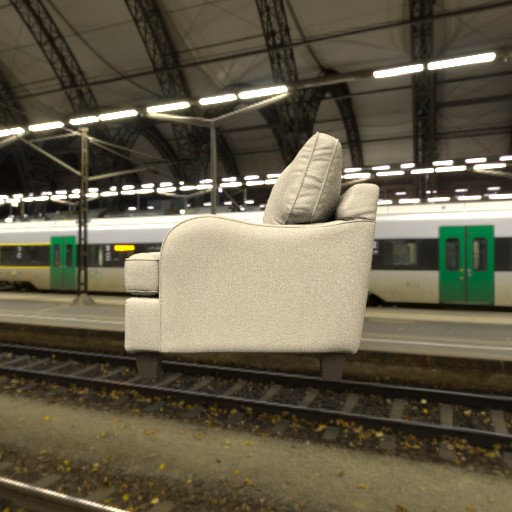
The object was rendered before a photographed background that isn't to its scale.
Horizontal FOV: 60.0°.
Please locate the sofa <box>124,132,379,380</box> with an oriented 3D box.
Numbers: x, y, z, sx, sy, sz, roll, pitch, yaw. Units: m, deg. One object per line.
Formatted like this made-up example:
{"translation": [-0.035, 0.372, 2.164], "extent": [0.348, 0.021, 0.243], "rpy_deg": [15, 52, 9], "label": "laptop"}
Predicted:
{"translation": [0.000, 0.000, 2.860], "extent": [1.016, 0.991, 2.323], "rpy_deg": [0, 0, 1], "label": "sofa"}
